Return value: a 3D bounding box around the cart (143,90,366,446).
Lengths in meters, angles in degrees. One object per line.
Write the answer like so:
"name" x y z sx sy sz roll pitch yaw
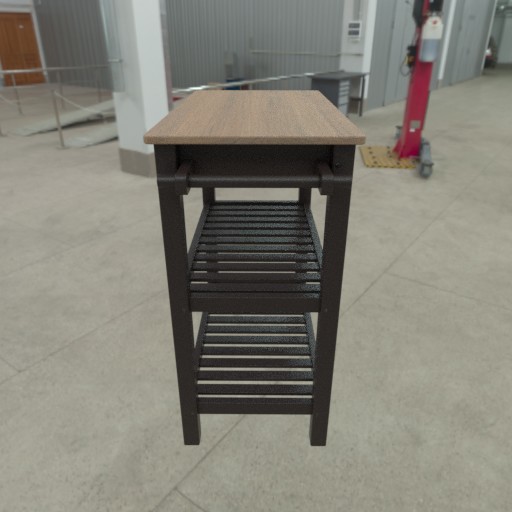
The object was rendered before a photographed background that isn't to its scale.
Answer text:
"cart" 0.000 0.000 1.451 0.457 0.927 0.899 0 26 0
